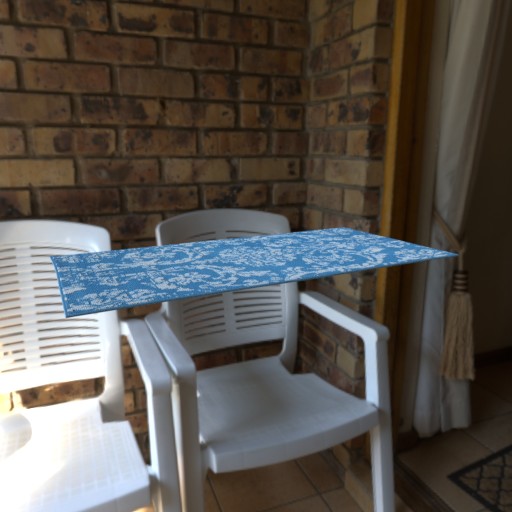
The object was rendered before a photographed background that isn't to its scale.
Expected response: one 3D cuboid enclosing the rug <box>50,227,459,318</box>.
[{"bbox_3d":[0.000,0.000,1.466,1.219,0.007,0.604,-7,15,-27],"label":"rug"}]
